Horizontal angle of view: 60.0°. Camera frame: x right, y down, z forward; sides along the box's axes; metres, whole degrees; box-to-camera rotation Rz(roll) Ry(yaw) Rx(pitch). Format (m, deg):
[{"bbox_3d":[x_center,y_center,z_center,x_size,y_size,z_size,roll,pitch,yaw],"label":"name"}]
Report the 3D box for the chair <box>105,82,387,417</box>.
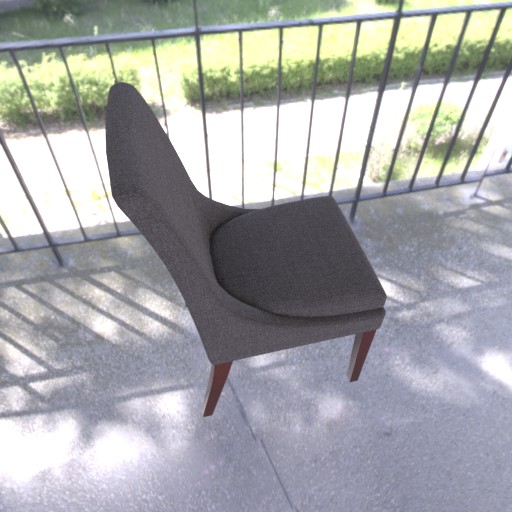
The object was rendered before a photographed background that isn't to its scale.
[{"bbox_3d":[0.000,0.000,1.326,0.655,0.952,0.508,-10,48,-9],"label":"chair"}]
